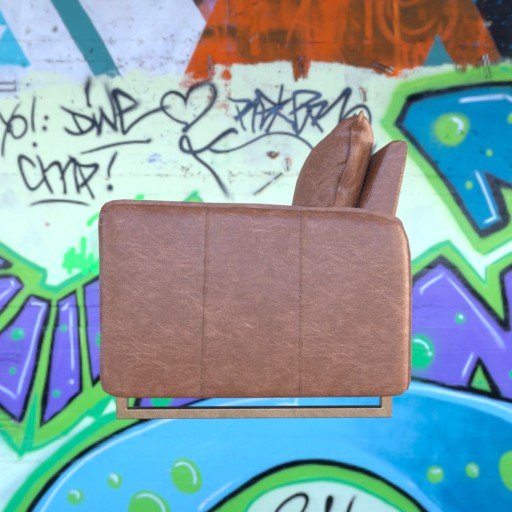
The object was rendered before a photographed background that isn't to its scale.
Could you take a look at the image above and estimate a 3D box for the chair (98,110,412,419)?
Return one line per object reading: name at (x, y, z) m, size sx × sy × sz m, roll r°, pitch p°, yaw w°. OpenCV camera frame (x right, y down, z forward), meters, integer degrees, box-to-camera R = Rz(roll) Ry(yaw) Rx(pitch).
chair at (0.000, 0.000, 1.623) m, size 0.922 × 0.922 × 0.830 m, roll 0°, pitch 1°, yaw -1°
